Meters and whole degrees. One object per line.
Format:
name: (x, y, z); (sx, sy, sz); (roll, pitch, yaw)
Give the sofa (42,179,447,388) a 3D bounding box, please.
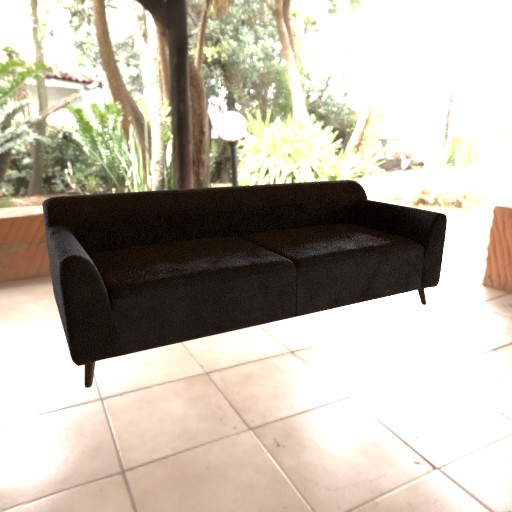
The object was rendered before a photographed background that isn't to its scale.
sofa: (0.000, 0.000, 2.628); (2.190, 0.740, 0.900); (-8, 17, -27)
